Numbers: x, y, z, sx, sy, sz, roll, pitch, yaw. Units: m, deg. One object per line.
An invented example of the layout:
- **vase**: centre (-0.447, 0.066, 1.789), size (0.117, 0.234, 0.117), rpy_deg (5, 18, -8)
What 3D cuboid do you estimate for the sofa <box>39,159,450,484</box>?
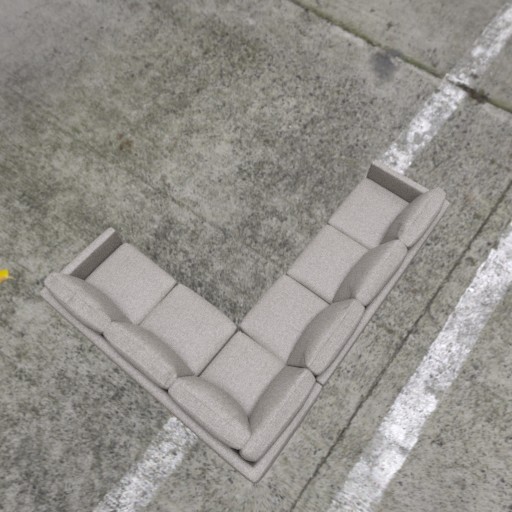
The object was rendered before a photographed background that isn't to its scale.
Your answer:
- **sofa**: centre (0.000, 0.000, 4.515), size (2.593, 0.947, 3.302), rpy_deg (35, 69, 16)
